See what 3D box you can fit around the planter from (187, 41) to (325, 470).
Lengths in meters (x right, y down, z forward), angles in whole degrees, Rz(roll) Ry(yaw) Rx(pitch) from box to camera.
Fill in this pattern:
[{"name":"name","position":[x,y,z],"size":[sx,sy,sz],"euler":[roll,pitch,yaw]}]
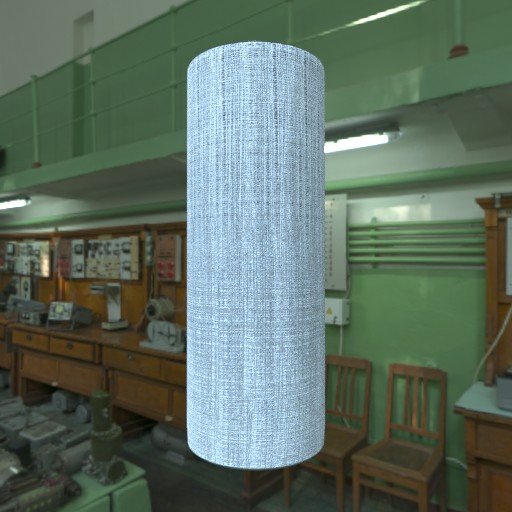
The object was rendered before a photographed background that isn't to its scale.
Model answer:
[{"name":"planter","position":[0.000,0.000,0.326],"size":[0.100,0.270,0.100],"euler":[0,0,36]}]
